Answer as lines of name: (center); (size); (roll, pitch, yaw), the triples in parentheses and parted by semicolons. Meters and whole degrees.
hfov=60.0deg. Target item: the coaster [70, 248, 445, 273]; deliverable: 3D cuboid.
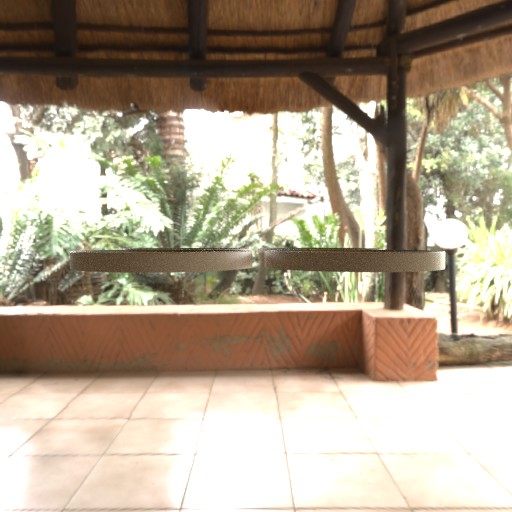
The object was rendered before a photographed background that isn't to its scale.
coaster: (0.000, 0.000, 0.331); (0.224, 0.010, 0.220); (0, 2, -1)
